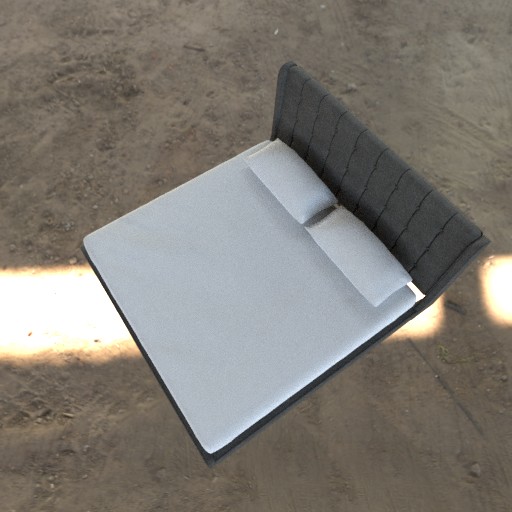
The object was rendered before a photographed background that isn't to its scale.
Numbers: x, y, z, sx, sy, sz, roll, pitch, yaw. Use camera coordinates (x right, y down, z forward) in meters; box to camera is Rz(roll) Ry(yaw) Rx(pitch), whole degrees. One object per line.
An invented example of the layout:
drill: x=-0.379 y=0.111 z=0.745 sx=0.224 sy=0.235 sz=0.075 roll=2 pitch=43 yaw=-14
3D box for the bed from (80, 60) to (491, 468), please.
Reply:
bed: x=0.000 y=0.000 z=2.544 sx=1.638 sy=0.933 sz=1.531 roll=-32 pitch=66 yaw=-16
